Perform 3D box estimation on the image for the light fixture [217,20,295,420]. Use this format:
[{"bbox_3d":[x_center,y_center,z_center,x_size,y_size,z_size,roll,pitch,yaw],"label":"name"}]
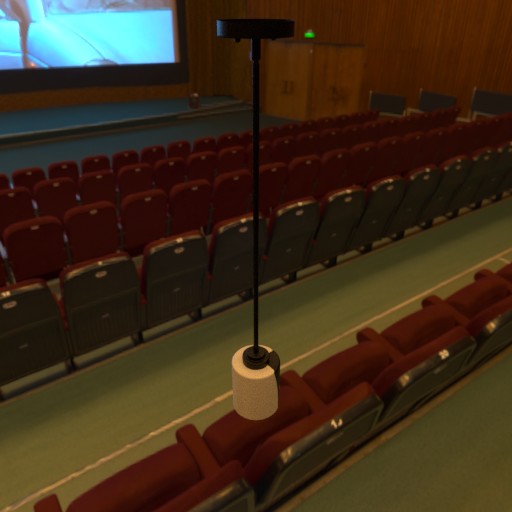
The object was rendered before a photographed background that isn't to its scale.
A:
[{"bbox_3d":[0.000,0.000,0.918,0.123,0.863,0.123,-20,36,-30],"label":"light fixture"}]
